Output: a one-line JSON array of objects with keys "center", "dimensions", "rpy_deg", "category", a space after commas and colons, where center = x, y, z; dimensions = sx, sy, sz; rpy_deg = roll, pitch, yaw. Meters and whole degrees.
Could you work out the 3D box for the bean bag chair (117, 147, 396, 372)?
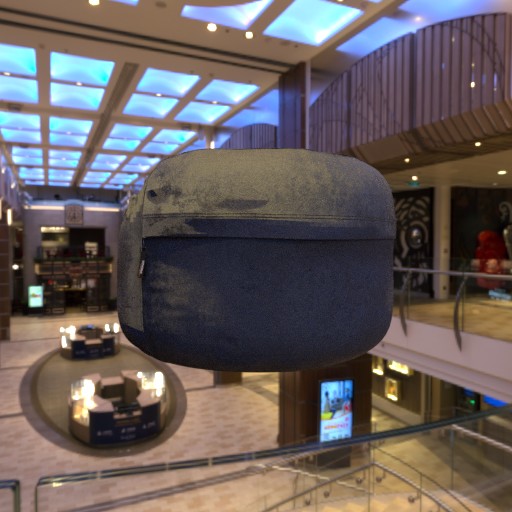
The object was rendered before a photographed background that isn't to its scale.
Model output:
[{"center": [0.000, 0.000, 1.516], "dimensions": [0.918, 0.605, 0.918], "rpy_deg": [0, 2, 0], "category": "bean bag chair"}]
